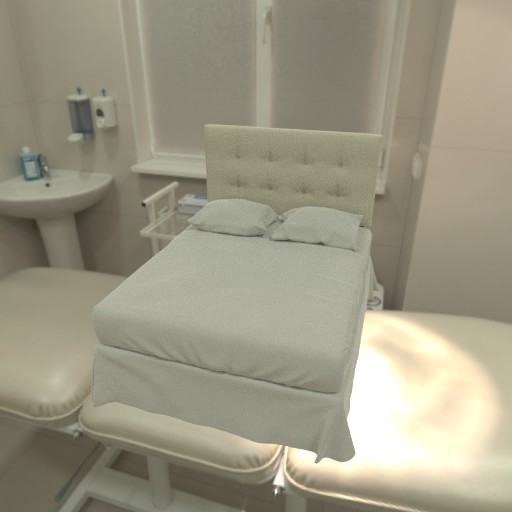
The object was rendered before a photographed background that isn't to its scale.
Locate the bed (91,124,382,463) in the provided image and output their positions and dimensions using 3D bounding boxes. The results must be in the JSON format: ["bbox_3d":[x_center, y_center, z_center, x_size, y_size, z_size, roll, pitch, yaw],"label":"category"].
[{"bbox_3d":[0.000,0.000,3.460,1.936,1.577,2.222,8,28,16],"label":"bed"}]
